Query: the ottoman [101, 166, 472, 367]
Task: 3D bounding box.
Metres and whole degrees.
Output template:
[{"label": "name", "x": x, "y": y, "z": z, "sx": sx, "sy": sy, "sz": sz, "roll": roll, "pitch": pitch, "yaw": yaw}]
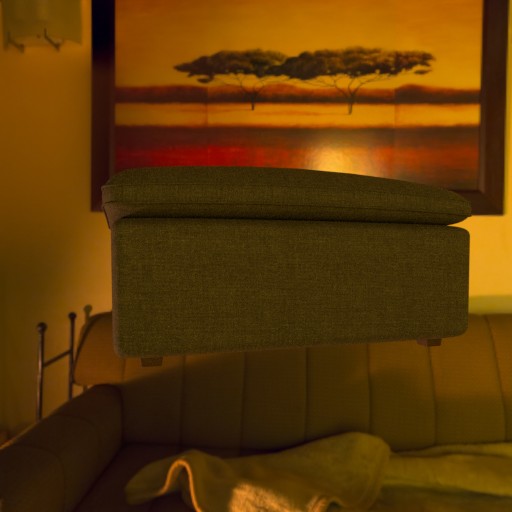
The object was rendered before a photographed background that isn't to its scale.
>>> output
[{"label": "ottoman", "x": 0.000, "y": 0.000, "z": 1.657, "sx": 1.067, "sy": 0.559, "sz": 1.067, "roll": 0, "pitch": 0, "yaw": -17}]
